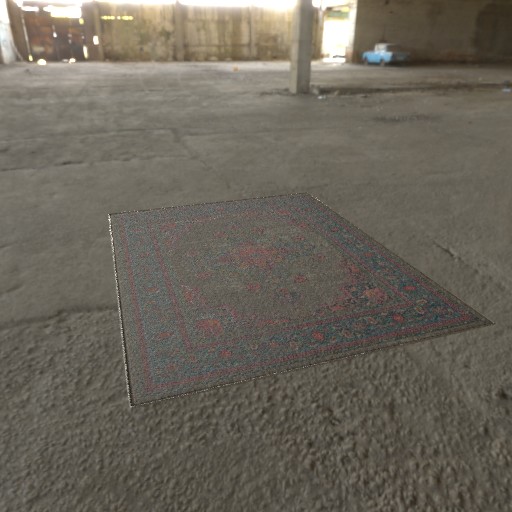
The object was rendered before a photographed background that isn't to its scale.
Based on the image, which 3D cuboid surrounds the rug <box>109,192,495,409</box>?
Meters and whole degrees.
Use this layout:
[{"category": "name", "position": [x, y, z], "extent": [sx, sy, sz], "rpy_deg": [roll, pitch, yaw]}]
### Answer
[{"category": "rug", "position": [0.000, 0.000, 3.976], "extent": [2.434, 0.013, 3.057], "rpy_deg": [-8, 27, -17]}]
